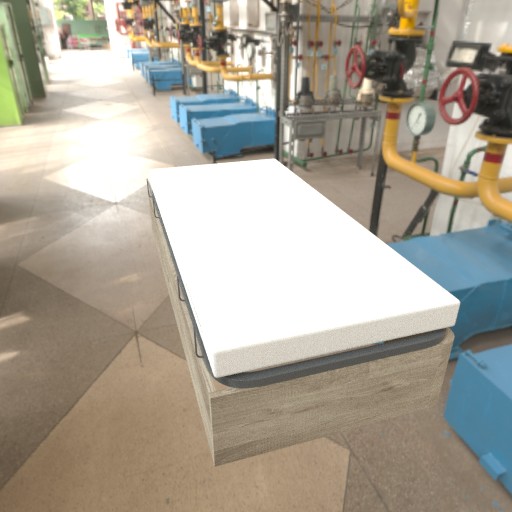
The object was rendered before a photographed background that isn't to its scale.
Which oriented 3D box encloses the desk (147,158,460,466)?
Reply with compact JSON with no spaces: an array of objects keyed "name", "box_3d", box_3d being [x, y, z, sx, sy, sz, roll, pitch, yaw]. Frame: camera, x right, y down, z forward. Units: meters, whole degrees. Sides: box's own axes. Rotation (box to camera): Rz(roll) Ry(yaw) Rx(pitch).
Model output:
[{"name":"desk","box_3d":[0.000,0.000,2.248,0.900,0.455,1.900,-8,29,-15]}]
